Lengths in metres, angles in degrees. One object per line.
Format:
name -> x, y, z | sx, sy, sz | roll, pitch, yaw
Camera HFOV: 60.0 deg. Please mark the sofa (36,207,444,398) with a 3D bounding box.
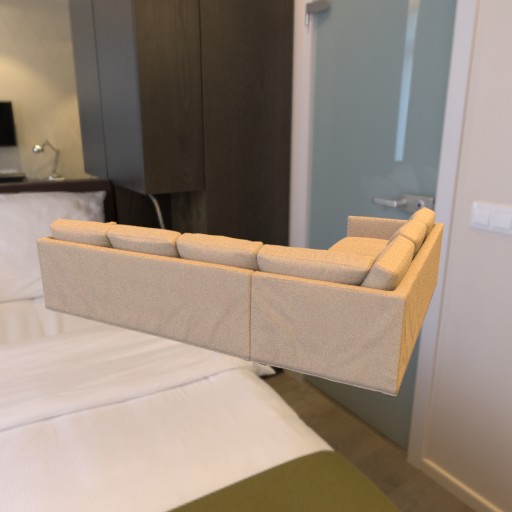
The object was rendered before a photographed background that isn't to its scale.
sofa -> 0.000, 0.000, 4.346 | 3.182, 0.871, 2.432 | 8, 18, 26
